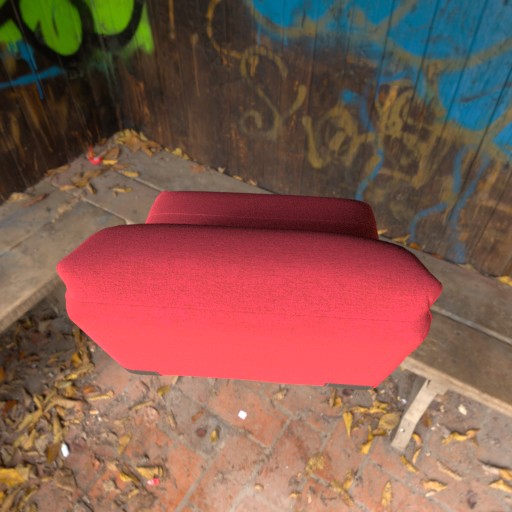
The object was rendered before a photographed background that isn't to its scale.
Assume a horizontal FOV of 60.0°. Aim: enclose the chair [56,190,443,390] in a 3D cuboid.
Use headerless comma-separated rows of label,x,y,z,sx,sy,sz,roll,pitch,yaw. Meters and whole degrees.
chair,0.000,0.000,1.324,0.820,0.580,0.780,3,46,3
